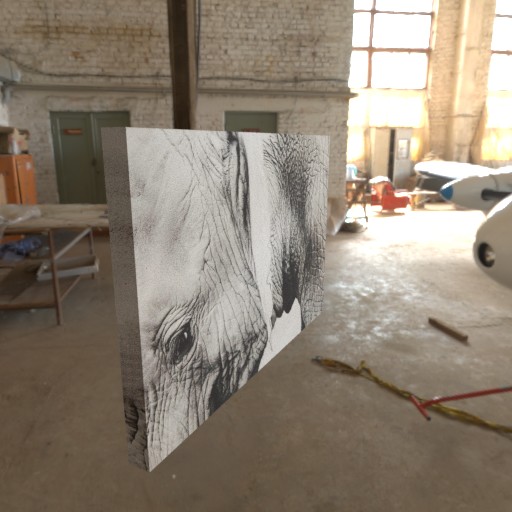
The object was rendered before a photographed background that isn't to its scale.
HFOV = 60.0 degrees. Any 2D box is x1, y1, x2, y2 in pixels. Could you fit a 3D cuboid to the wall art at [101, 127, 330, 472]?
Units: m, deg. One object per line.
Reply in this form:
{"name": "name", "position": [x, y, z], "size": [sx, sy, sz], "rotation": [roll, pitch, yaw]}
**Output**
{"name": "wall art", "position": [0.000, 0.000, 0.762], "size": [0.035, 0.407, 0.613], "rotation": [8, 16, 27]}
